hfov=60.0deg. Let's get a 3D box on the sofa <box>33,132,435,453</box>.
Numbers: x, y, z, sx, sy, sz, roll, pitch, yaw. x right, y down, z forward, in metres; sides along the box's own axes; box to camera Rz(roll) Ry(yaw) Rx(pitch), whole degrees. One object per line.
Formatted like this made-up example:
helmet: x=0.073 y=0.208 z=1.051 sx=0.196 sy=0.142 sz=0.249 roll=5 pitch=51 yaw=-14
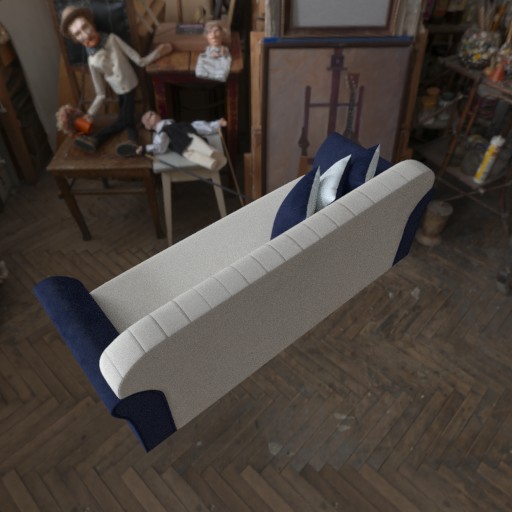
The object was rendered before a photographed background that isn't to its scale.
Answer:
sofa: x=0.000 y=0.000 z=2.358 sx=2.006 sy=0.789 sz=0.749 roll=-32 pitch=54 yaw=-26
